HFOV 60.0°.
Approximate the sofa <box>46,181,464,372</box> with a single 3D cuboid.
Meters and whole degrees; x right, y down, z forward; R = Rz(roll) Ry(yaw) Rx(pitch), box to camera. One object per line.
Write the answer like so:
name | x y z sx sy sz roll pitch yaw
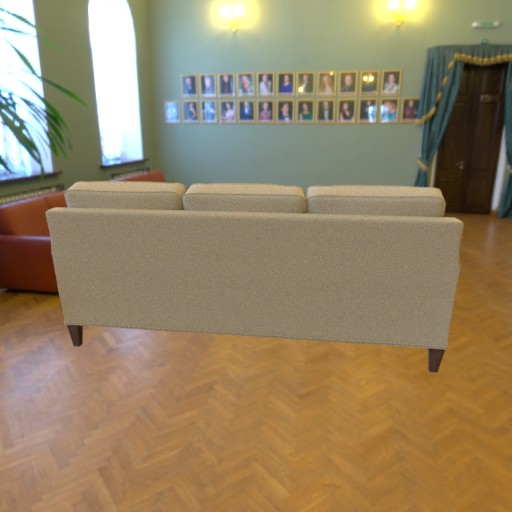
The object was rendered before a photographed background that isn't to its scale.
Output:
sofa | 0.000 0.000 2.850 2.246 1.003 1.084 2 16 8
